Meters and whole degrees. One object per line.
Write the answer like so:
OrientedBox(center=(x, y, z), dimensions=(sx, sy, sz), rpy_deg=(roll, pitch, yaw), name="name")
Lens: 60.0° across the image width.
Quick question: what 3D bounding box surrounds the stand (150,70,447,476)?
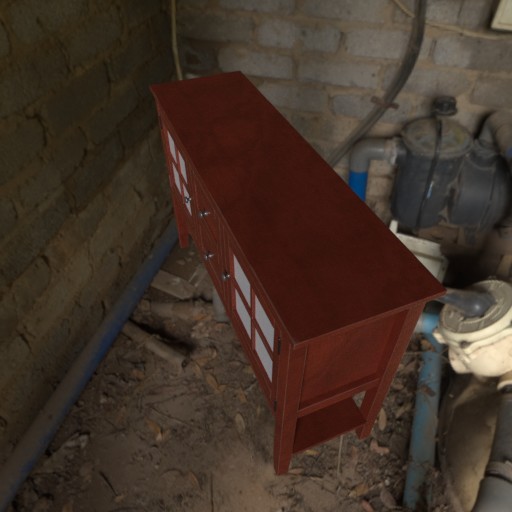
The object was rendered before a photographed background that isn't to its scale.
OrientedBox(center=(0.000, 0.000, 1.734), dimensions=(0.410, 0.872, 1.362), rpy_deg=(-16, 47, -16), name="stand")
